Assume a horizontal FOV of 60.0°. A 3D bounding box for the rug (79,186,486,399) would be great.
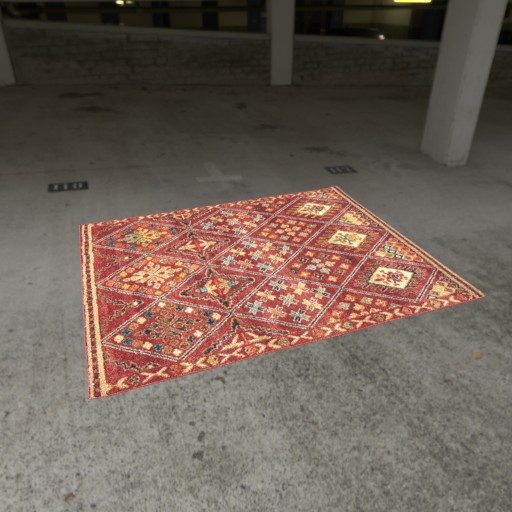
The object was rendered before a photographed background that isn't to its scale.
[{"bbox_3d":[0.000,0.000,4.137,3.086,0.030,2.489,-11,33,-17],"label":"rug"}]
